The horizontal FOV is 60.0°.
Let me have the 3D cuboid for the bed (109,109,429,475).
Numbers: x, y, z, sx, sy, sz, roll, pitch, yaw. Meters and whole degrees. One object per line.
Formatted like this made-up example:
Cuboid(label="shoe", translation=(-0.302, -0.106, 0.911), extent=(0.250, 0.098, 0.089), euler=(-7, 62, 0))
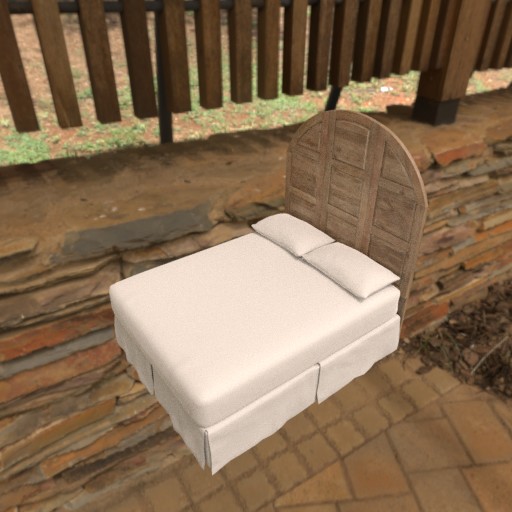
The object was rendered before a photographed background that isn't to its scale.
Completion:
Cuboid(label="bed", translation=(0.000, 0.000, 3.618), extent=(2.112, 2.002, 1.713), euler=(-22, 38, -30))
